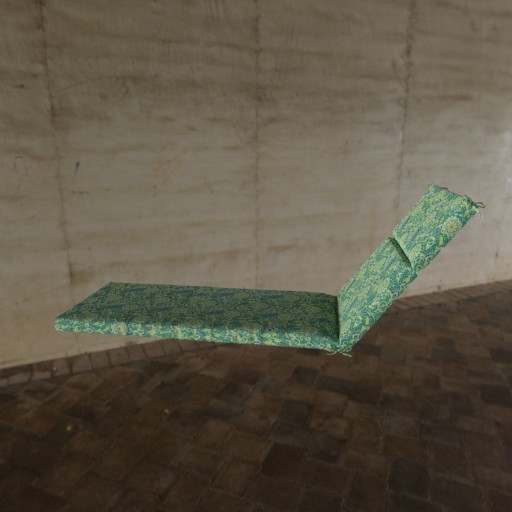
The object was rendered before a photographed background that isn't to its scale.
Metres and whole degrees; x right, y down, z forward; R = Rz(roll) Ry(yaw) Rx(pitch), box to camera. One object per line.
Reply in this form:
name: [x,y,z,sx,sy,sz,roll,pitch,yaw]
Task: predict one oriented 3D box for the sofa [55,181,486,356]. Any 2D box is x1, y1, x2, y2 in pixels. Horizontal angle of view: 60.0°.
sofa: [0.000,0.000,1.933,1.663,0.622,0.582,2,15,8]
